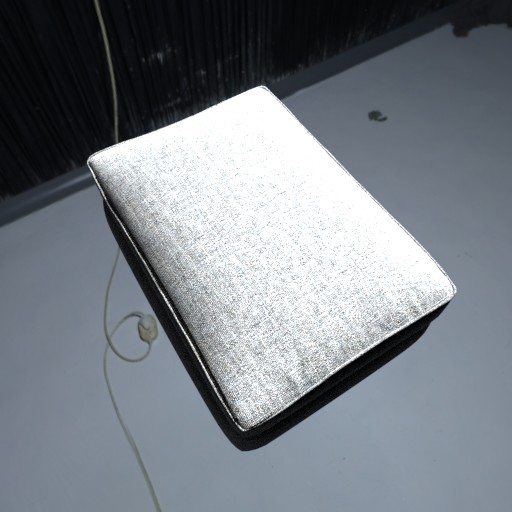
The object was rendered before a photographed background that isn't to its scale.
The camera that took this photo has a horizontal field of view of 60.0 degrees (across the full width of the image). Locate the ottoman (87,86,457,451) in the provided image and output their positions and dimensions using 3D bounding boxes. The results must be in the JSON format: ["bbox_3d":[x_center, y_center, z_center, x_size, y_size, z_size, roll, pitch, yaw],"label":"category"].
[{"bbox_3d":[0.000,0.000,1.002,0.508,0.406,0.686,-28,63,-16],"label":"ottoman"}]
